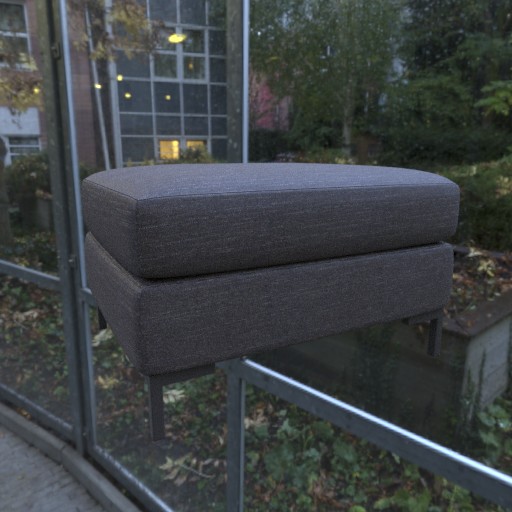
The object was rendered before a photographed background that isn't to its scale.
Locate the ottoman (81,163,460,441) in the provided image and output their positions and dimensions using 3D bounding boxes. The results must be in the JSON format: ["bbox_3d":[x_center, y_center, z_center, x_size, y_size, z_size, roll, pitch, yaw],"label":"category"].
[{"bbox_3d":[0.000,0.000,1.205,0.820,0.490,0.671,-7,15,-27],"label":"ottoman"}]
